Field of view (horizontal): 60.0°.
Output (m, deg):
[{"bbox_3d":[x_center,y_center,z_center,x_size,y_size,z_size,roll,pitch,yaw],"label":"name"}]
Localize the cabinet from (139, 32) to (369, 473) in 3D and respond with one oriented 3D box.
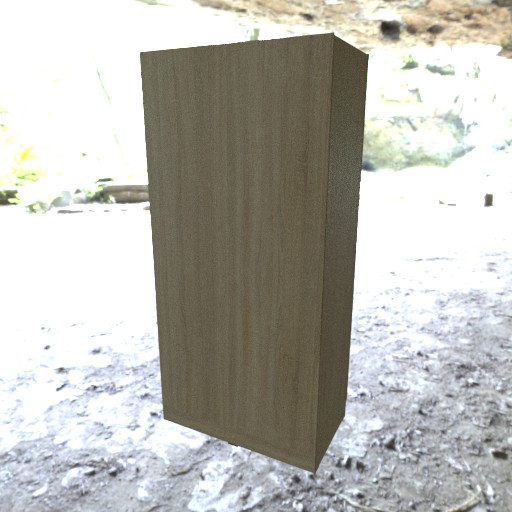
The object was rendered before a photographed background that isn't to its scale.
[{"bbox_3d":[0.000,0.000,2.517,1.001,2.121,0.590,8,18,26],"label":"cabinet"}]
